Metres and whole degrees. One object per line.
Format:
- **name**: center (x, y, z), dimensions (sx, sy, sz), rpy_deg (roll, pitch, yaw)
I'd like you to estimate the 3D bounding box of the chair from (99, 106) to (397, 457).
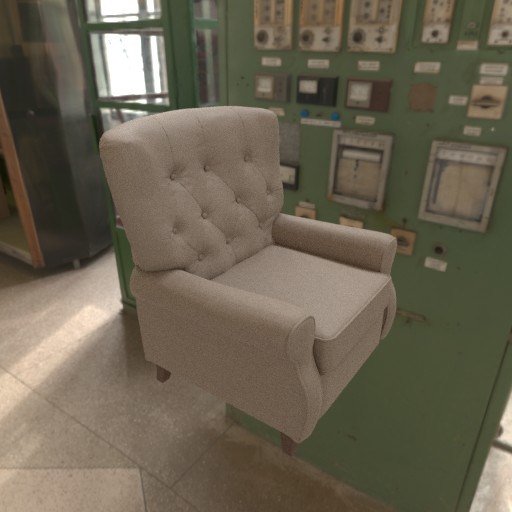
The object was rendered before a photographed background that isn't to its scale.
- **chair**: center (0.000, 0.000, 1.892), dimensions (1.041, 1.138, 0.999), rpy_deg (17, 30, 32)
